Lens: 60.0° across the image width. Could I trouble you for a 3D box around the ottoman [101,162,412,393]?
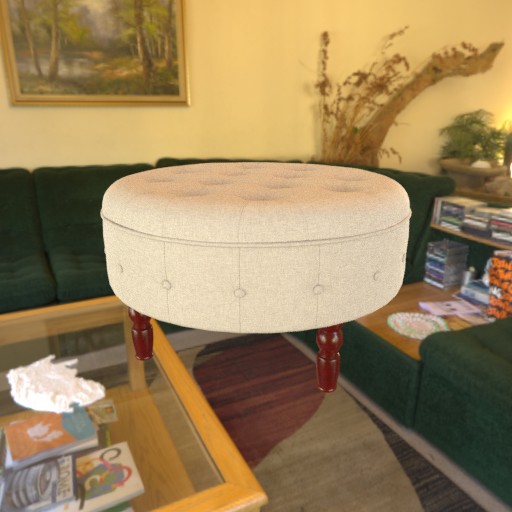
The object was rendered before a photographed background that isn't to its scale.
[{"bbox_3d":[0.000,0.000,1.327,0.849,0.478,0.849,0,18,0],"label":"ottoman"}]
